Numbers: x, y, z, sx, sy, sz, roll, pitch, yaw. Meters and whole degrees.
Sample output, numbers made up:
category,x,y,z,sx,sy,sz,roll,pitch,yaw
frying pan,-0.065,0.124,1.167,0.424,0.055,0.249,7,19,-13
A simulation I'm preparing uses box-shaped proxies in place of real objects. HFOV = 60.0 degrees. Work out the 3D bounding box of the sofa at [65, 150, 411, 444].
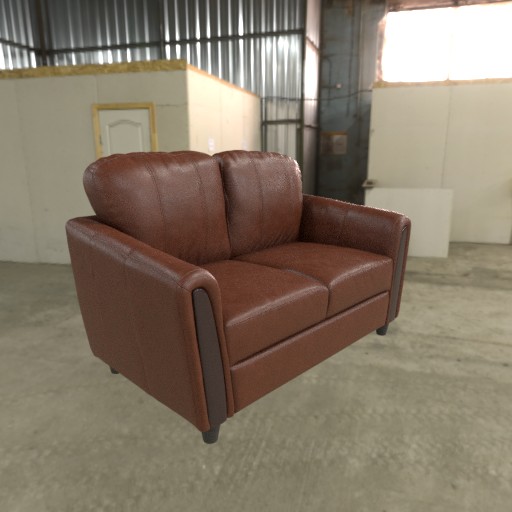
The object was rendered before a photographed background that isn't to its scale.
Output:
category,x,y,z,sx,sy,sz,roll,pitch,yaw
sofa,0.000,0.000,1.967,0.805,0.906,1.406,14,20,42
